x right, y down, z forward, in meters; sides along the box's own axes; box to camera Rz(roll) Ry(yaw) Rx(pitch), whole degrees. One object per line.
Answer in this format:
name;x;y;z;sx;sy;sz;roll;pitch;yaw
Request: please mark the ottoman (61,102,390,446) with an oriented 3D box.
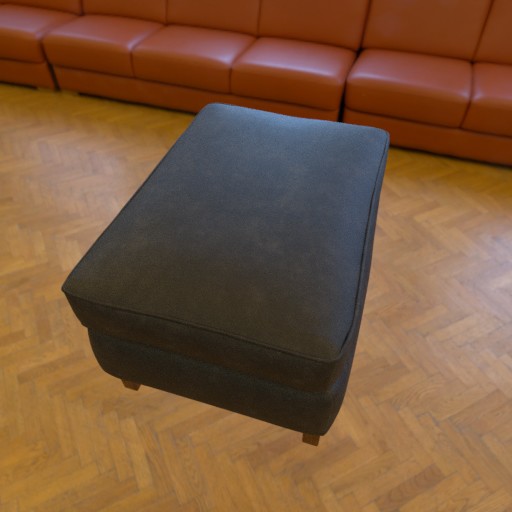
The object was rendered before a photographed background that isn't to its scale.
ottoman;0.000;0.000;0.989;0.501;0.413;0.665;13;48;12
